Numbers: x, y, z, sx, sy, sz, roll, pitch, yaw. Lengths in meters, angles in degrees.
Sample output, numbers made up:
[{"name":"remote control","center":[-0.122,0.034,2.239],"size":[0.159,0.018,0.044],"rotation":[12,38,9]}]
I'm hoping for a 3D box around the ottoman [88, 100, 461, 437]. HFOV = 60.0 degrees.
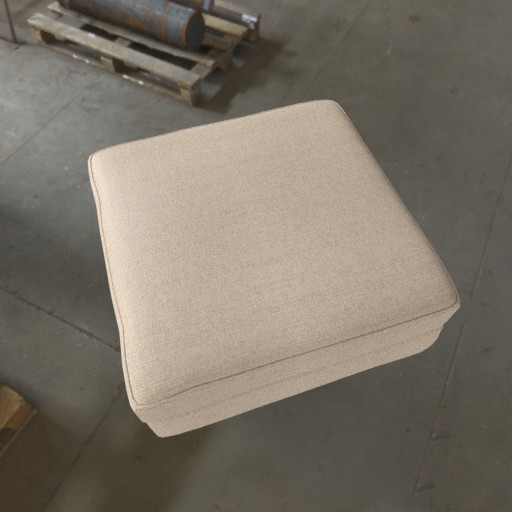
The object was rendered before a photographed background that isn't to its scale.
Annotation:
[{"name":"ottoman","center":[0.000,0.000,1.369],"size":[0.838,0.481,0.838],"rotation":[-16,59,-10]}]
